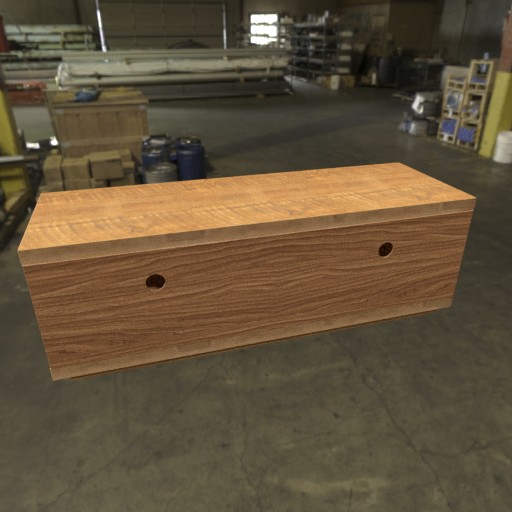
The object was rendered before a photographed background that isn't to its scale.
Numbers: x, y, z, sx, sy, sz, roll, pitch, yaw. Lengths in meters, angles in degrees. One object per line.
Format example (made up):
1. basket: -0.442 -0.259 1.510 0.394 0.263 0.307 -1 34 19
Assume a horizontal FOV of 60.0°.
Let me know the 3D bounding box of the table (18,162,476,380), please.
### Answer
1. table: 0.000 0.000 1.716 1.499 0.491 0.499 -8 28 -15
